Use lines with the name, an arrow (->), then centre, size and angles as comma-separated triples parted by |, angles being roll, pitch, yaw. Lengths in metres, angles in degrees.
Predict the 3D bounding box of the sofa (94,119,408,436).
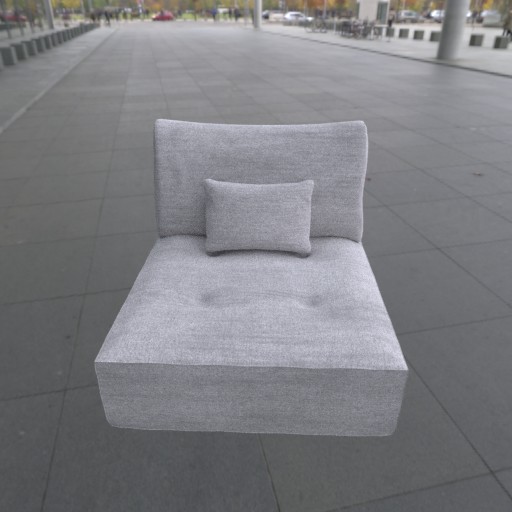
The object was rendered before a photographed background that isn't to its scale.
sofa -> 0.000, 0.000, 1.684 | 0.930, 0.820, 1.000 | 1, 29, 2
